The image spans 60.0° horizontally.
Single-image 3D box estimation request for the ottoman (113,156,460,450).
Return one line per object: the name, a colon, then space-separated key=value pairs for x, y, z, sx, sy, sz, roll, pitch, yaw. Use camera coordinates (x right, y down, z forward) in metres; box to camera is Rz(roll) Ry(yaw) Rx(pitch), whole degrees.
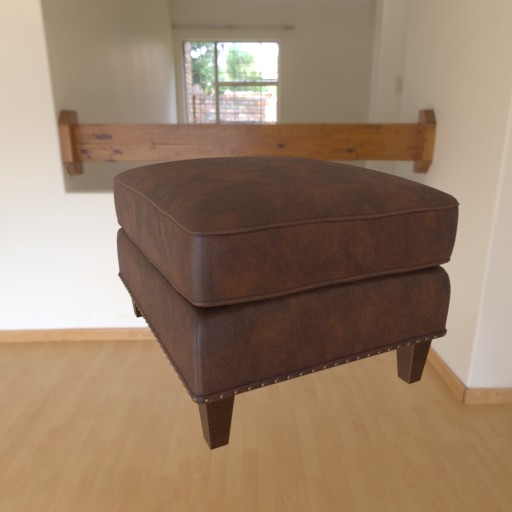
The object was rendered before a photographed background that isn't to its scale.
ottoman: x=0.000 y=0.000 z=1.128 sx=0.586 sy=0.486 sz=0.742 roll=-8 pitch=19 yaw=-25
